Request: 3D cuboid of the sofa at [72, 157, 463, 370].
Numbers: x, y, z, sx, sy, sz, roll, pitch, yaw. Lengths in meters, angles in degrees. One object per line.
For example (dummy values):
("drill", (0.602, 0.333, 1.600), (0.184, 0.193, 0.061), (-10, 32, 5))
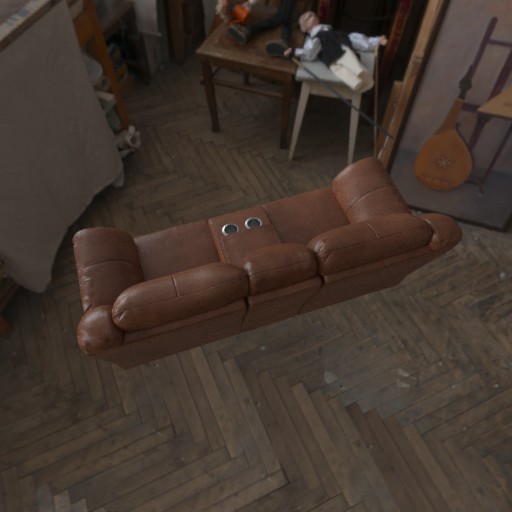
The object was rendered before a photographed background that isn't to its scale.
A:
("sofa", (0.000, 0.000, 2.699), (2.058, 1.043, 0.991), (-16, 59, -10))
